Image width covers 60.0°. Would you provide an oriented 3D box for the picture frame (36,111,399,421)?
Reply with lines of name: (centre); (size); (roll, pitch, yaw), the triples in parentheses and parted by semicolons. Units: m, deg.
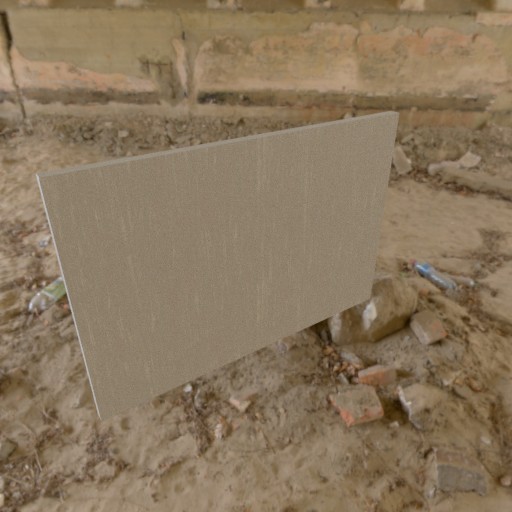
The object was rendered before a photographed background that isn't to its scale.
picture frame: (0.000, 0.000, 1.190); (0.950, 0.640, 0.029); (-18, 35, -29)
